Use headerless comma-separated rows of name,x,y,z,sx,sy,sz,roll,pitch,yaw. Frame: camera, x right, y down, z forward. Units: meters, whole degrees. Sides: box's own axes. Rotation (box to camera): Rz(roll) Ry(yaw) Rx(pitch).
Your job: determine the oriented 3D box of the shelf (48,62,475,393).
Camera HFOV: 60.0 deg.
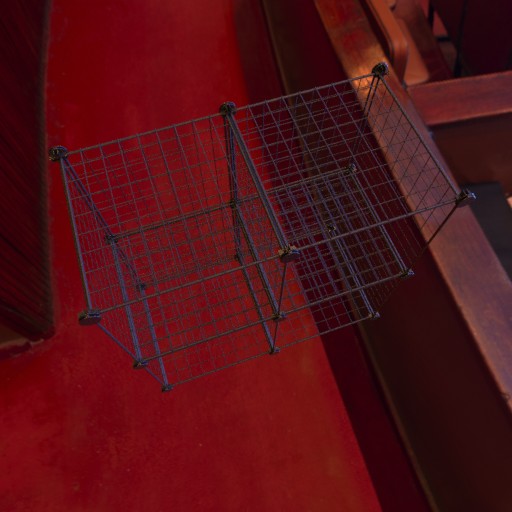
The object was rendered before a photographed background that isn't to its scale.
shelf,0.000,0.000,1.127,0.711,0.711,0.356,-17,65,-8
